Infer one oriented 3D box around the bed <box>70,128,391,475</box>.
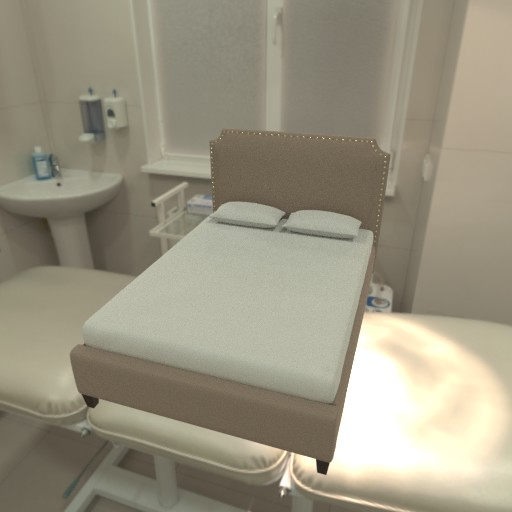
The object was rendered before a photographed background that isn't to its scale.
[{"bbox_3d":[0.000,0.000,3.408,1.713,1.443,2.372,9,28,17],"label":"bed"}]
